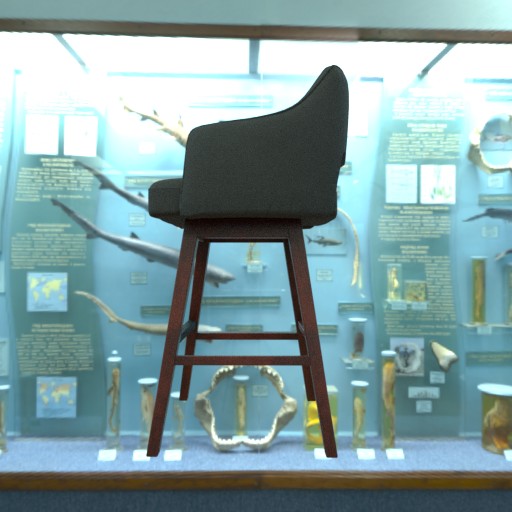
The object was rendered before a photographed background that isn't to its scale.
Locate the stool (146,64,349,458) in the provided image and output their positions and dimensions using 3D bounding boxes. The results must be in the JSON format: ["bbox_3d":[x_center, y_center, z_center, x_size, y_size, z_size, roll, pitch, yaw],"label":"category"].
[{"bbox_3d":[0.000,0.000,1.348,0.558,1.012,0.548,0,-1,1],"label":"stool"}]
